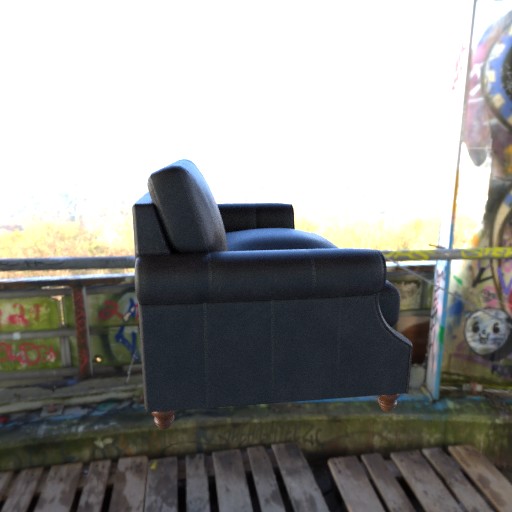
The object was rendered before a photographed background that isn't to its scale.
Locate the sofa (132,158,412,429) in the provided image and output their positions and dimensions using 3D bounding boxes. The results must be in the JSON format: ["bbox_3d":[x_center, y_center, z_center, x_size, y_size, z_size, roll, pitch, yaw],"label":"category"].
[{"bbox_3d":[0.000,0.000,2.310,1.030,0.979,1.663,-2,13,-8],"label":"sofa"}]
